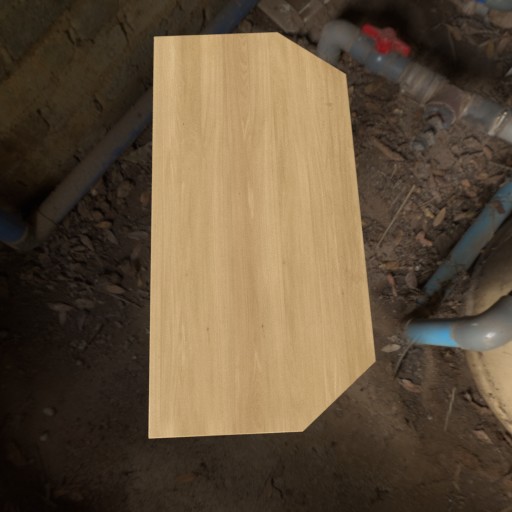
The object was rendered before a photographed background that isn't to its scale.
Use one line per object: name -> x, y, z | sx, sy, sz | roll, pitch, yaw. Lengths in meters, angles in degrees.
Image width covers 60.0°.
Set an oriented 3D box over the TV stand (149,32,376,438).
TV stand -> 0.000, 0.000, 1.284 | 0.425, 0.781, 0.851 | -2, 76, -1
